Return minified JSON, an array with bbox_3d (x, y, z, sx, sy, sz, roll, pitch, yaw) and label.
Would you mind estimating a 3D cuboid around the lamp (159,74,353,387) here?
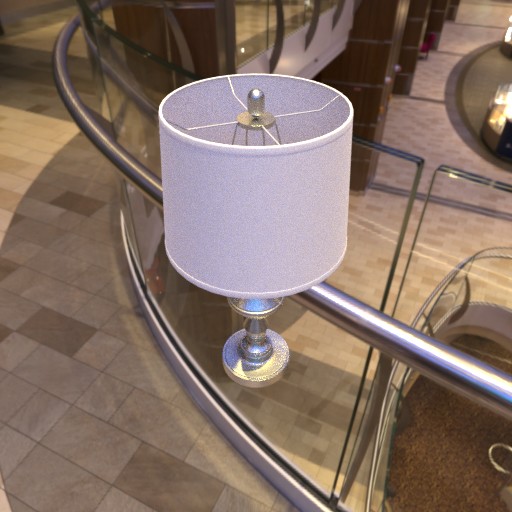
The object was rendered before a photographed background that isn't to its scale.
[{"bbox_3d":[0.000,0.000,0.983,0.383,0.733,0.383,0,40,0],"label":"lamp"}]
